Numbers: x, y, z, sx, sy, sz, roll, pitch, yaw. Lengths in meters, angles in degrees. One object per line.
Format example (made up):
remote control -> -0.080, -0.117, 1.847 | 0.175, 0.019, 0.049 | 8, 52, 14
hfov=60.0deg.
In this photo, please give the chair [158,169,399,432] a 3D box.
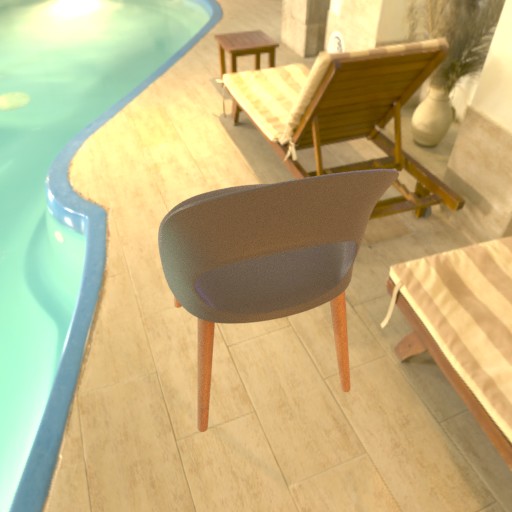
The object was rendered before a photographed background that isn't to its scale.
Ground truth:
chair -> 0.000, 0.000, 1.130 | 0.470, 0.795, 0.556 | -11, 44, -12
